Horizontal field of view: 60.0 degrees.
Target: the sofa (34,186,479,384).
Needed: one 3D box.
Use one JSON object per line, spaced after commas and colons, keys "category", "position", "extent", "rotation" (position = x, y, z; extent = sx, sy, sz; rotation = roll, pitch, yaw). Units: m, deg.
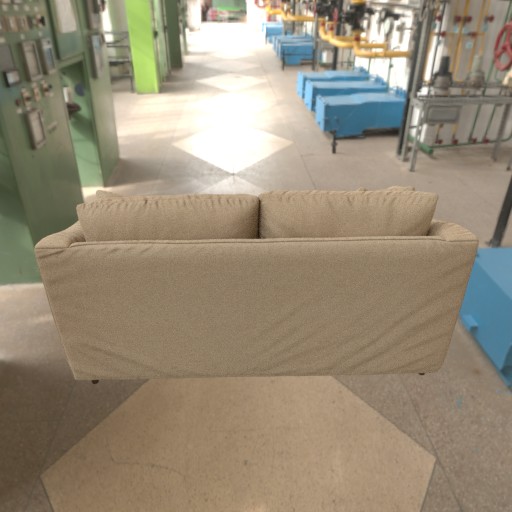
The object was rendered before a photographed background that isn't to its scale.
{"category": "sofa", "position": [0.000, 0.000, 2.586], "extent": [2.010, 1.018, 1.072], "rotation": [-1, 31, -2]}
